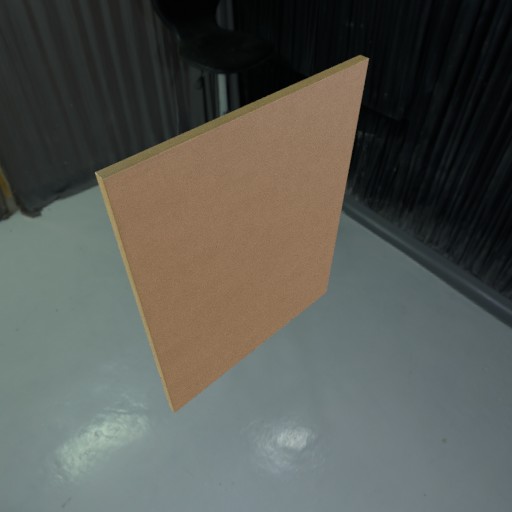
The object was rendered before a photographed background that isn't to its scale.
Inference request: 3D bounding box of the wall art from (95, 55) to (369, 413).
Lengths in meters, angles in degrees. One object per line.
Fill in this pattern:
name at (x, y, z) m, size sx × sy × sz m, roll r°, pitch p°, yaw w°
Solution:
wall art at (0.000, 0.000, 1.379) m, size 0.798 × 1.002 × 0.030 m, roll -34°, pitch 55°, yaw -28°
